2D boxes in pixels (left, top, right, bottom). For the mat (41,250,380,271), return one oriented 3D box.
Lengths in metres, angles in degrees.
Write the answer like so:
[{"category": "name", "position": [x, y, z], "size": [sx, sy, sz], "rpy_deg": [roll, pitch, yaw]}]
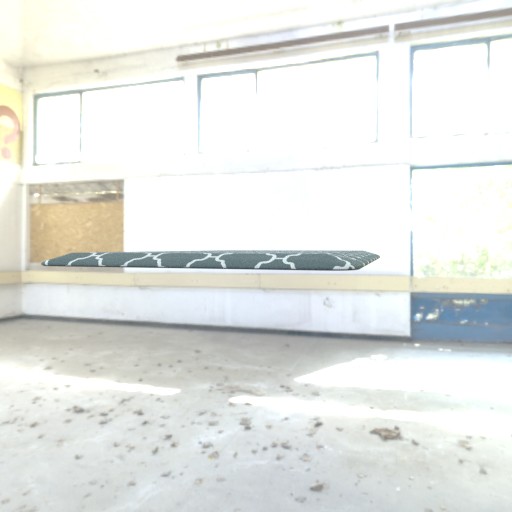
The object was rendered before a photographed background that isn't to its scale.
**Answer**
[{"category": "mat", "position": [0.000, 0.000, 0.987], "size": [0.508, 0.021, 0.762], "rpy_deg": [0, 1, 18]}]
